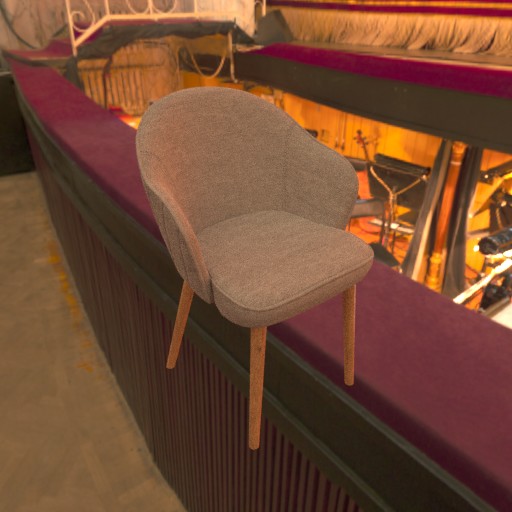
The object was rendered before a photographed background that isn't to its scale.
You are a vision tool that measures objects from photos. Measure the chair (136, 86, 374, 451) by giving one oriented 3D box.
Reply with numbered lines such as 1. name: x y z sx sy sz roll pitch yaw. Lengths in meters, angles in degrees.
1. chair: 0.000 0.000 1.192 0.540 0.800 0.530 -21 35 -32
